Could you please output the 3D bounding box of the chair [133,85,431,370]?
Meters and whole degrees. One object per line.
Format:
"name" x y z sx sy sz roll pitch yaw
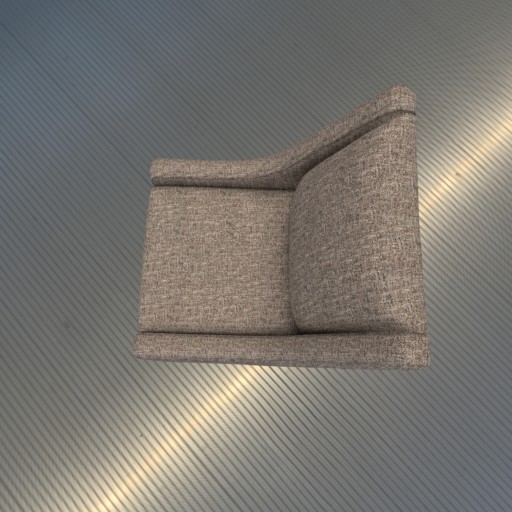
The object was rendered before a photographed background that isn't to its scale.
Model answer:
"chair" 0.000 0.000 1.605 0.870 1.014 0.774 2 77 0
